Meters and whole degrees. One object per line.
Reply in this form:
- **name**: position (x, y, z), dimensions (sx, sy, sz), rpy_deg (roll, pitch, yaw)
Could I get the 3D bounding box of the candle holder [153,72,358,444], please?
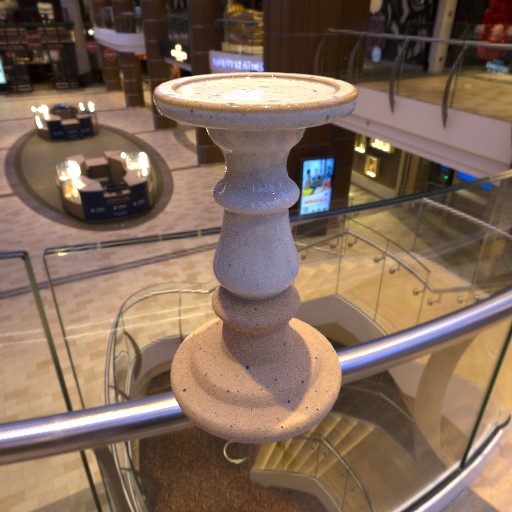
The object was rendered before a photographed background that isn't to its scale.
- **candle holder**: position (0.000, 0.000, 0.277), dimensions (0.123, 0.202, 0.123), rpy_deg (0, 30, 0)
